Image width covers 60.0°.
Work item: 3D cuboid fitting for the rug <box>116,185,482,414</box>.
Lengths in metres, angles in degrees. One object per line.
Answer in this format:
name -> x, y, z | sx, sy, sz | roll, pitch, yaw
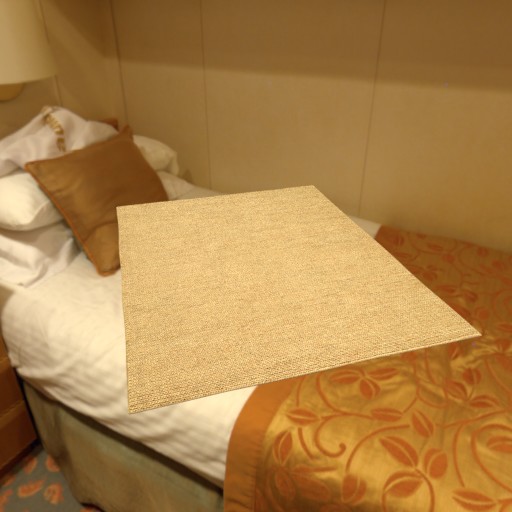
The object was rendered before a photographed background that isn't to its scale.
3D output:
rug -> 0.000, 0.000, 4.068 | 2.406, 0.012, 3.034 | -8, 31, -14
